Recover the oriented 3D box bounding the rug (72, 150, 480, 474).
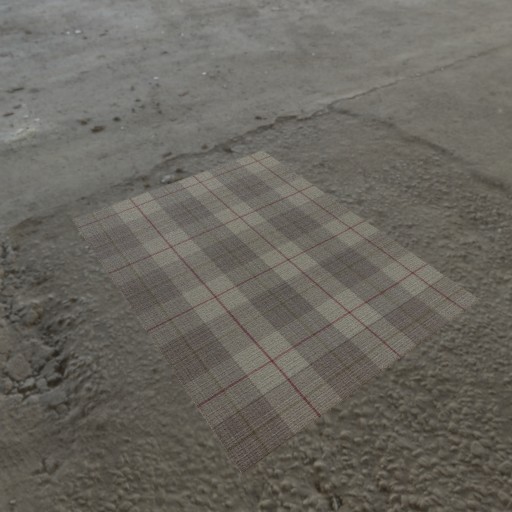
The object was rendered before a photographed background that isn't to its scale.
[{"bbox_3d":[0.000,0.000,3.964,2.317,0.016,2.959,-26,48,-25],"label":"rug"}]
